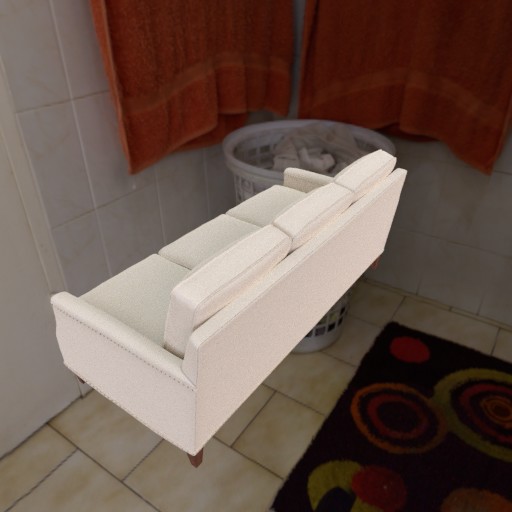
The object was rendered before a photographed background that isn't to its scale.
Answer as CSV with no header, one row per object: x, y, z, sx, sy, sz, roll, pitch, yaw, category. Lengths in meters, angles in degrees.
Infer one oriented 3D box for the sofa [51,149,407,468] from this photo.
0.000,0.000,2.809,1.084,1.003,2.246,21,38,30,sofa
